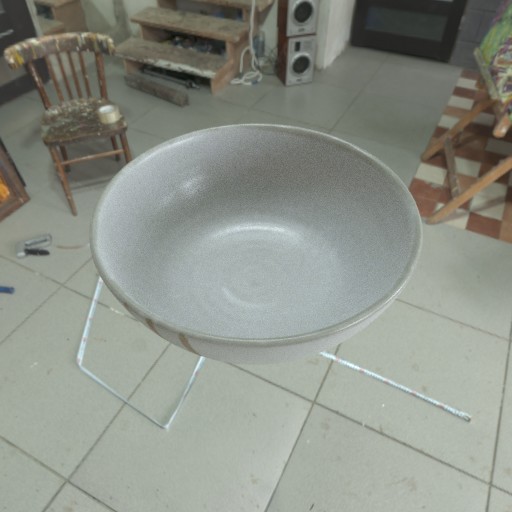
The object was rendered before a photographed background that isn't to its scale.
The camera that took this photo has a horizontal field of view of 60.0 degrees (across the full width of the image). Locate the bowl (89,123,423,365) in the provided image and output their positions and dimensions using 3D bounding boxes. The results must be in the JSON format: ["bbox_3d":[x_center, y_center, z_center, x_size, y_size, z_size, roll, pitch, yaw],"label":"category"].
[{"bbox_3d":[0.000,0.000,0.410,0.268,0.121,0.268,0,46,0],"label":"bowl"}]
